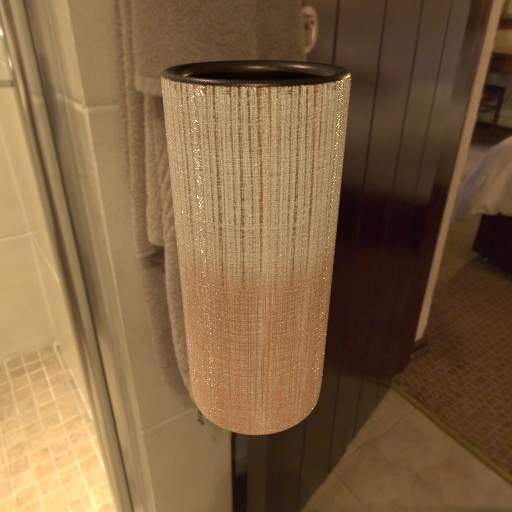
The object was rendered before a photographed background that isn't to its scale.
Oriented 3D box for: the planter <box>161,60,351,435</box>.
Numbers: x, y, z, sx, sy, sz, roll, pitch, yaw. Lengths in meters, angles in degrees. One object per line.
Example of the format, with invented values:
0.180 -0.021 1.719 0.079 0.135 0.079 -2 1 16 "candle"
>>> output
0.000 0.000 0.290 0.100 0.227 0.100 9 30 17 "planter"
